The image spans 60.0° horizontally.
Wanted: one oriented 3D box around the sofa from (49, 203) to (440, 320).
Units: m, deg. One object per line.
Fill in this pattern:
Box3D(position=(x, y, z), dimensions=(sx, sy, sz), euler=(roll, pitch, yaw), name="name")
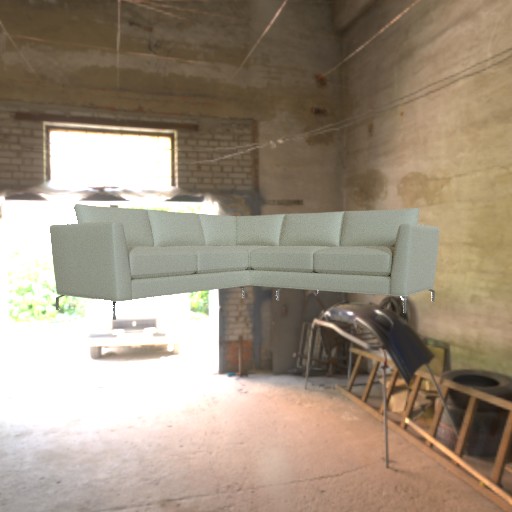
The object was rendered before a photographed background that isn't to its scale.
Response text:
Box3D(position=(0.000, 0.000, 3.848), dimensions=(2.448, 0.867, 2.430), euler=(1, 2, 37), name="sofa")
